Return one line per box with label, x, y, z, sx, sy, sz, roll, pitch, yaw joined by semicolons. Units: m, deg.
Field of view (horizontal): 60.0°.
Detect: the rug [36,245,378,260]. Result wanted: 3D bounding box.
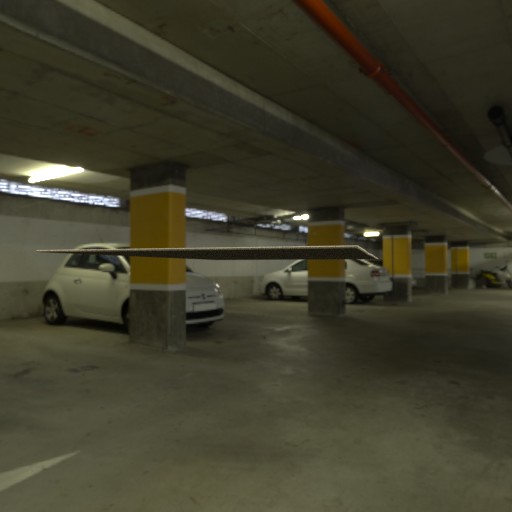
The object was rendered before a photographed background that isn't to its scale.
rug;0.000;0.000;2.406;1.220;0.007;1.828;0;-2;17
